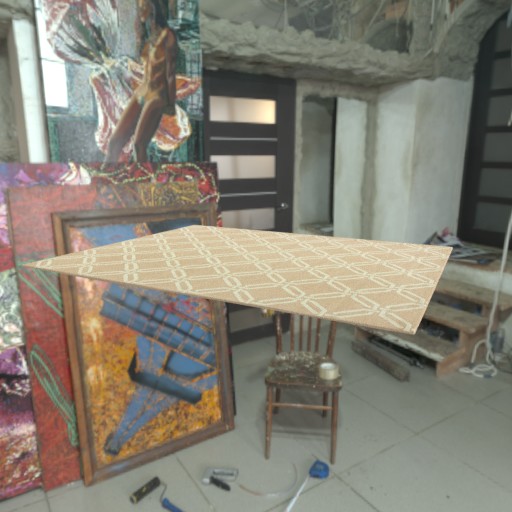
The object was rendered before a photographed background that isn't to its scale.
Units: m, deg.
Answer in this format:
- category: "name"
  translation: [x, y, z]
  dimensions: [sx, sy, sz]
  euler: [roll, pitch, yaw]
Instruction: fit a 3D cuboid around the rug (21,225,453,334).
- category: "rug"
  translation: [0.000, 0.000, 3.747]
  dimensions: [2.895, 0.018, 2.288]
  euler: [7, 14, 27]
